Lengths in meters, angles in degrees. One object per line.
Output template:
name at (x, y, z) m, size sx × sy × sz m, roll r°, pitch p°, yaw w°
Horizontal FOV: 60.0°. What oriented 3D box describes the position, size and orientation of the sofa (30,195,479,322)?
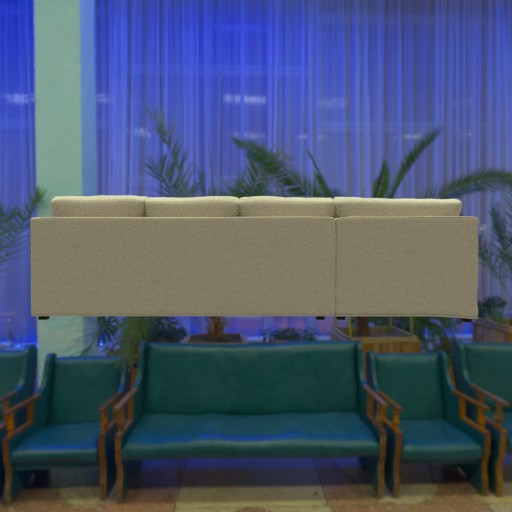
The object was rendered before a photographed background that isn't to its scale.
sofa at (0.000, 0.000, 3.936) m, size 3.205 × 0.922 × 1.650 m, roll 0°, pitch 1°, yaw 0°
